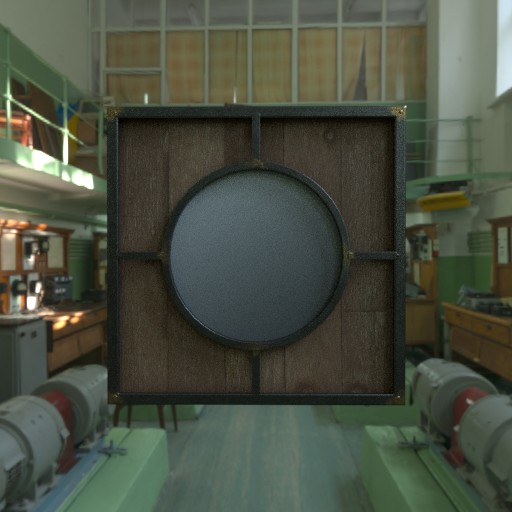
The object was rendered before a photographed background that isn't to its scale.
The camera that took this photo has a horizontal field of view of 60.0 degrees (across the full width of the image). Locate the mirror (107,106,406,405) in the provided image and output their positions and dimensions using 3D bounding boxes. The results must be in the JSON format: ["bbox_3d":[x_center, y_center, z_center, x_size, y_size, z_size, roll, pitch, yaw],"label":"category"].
[{"bbox_3d":[0.000,0.000,0.574,0.382,0.381,0.020,0,0,1],"label":"mirror"}]
